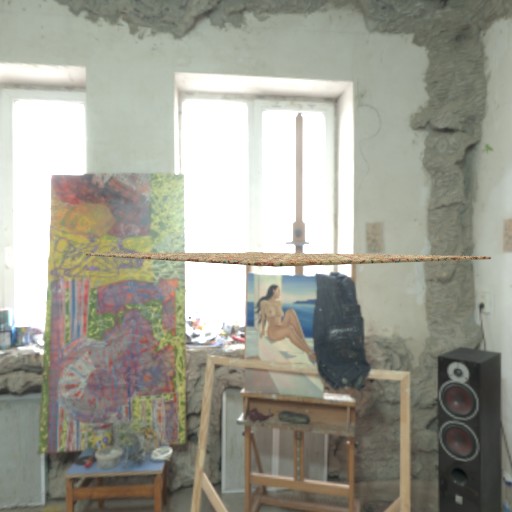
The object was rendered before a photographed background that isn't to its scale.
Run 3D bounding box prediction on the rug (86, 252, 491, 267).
[{"bbox_3d":[0.000,0.000,2.325,1.226,0.013,1.838,-1,2,-36],"label":"rug"}]
